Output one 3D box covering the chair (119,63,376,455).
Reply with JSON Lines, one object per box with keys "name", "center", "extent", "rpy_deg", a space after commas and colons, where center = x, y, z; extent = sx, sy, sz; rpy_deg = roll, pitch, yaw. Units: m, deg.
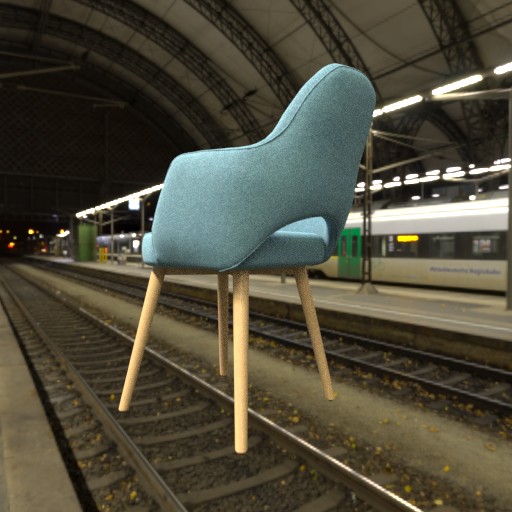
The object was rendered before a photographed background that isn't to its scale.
{"name": "chair", "center": [0.000, 0.000, 1.288], "extent": [0.666, 0.920, 0.589], "rpy_deg": [1, 1, 37]}
